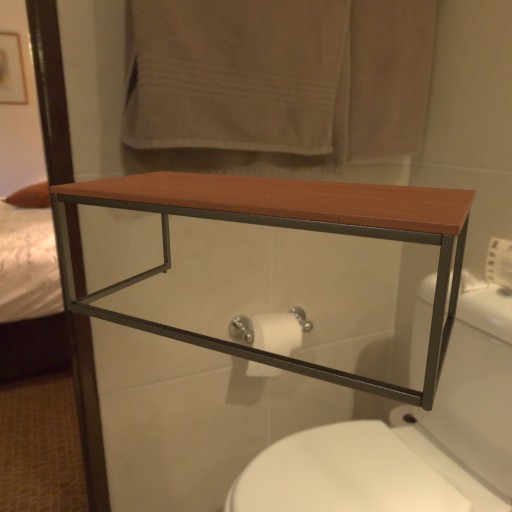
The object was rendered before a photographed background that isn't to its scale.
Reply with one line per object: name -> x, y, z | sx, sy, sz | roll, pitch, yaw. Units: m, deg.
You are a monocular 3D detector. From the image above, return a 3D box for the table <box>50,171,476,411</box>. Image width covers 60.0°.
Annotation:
table -> 0.000, 0.000, 1.310 | 1.100, 0.400, 0.500 | 9, 19, 27
